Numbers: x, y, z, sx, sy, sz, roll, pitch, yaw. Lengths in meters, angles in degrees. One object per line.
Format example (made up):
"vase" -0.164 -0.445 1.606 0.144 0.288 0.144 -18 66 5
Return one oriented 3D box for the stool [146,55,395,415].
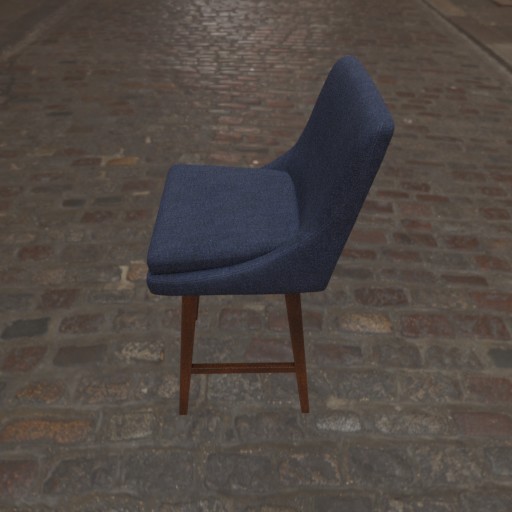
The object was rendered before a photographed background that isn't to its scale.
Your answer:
"stool" 0.000 0.000 1.374 0.572 1.068 0.489 -1 42 -1
